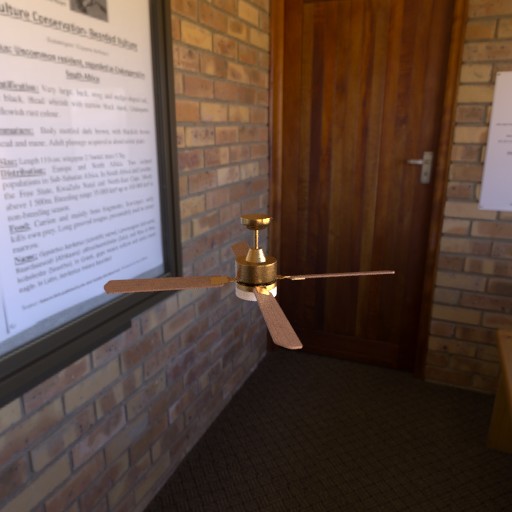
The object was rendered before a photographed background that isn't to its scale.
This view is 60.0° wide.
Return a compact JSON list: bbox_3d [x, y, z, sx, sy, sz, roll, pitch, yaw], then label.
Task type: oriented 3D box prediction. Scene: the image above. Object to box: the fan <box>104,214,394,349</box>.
[{"bbox_3d":[0.000,0.000,1.969,1.320,0.355,1.320,-3,16,-9],"label":"fan"}]
